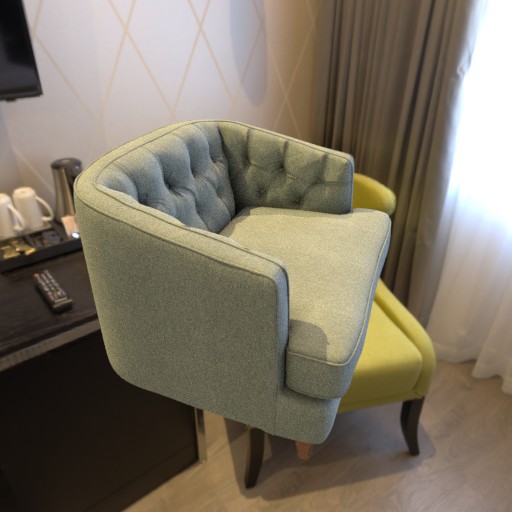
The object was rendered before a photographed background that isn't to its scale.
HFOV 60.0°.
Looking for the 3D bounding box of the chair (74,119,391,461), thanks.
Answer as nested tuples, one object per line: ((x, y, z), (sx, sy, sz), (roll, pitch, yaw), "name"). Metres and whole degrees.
((0.000, 0.000, 1.725), (0.945, 0.852, 1.094), (11, 32, 18), "chair")
